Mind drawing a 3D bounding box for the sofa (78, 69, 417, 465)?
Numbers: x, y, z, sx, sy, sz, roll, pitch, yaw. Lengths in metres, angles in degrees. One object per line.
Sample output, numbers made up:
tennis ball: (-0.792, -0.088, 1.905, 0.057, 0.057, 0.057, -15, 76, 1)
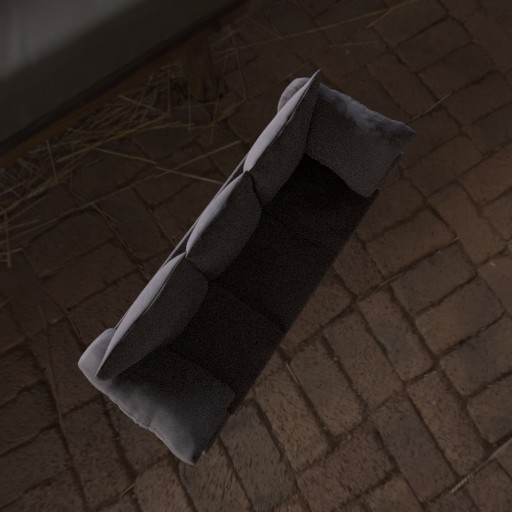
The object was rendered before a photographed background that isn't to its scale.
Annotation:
sofa: (0.000, 0.000, 2.872, 0.893, 0.981, 2.377, 34, 78, 8)
